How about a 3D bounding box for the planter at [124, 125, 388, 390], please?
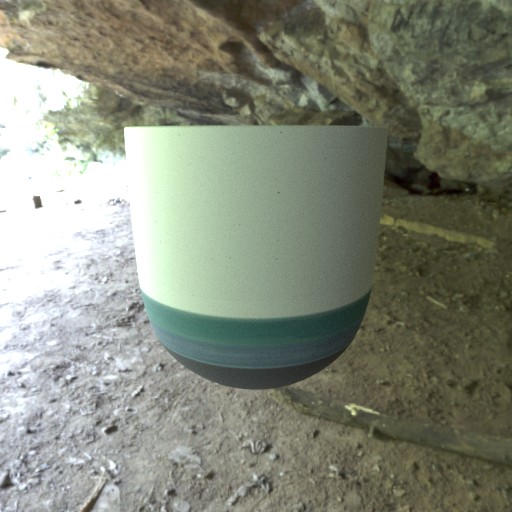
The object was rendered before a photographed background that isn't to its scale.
[{"bbox_3d":[0.000,0.000,0.384,0.204,0.214,0.204,0,16,0],"label":"planter"}]
